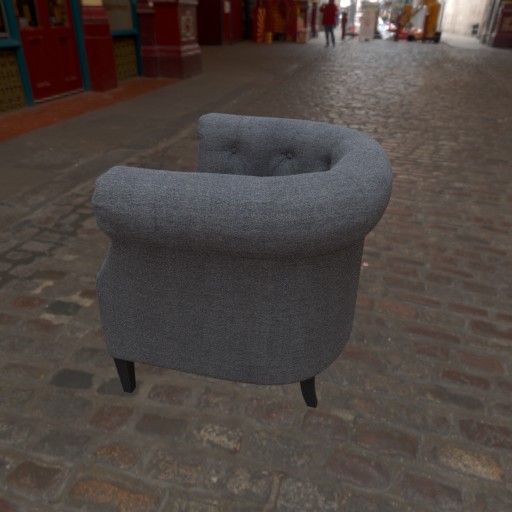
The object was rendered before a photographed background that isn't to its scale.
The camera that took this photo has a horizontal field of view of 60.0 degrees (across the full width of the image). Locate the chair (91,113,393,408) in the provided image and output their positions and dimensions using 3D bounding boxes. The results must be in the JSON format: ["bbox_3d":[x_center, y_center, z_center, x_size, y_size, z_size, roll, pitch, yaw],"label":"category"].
[{"bbox_3d":[0.000,0.000,1.583,0.852,0.827,0.905,8,30,13],"label":"chair"}]
